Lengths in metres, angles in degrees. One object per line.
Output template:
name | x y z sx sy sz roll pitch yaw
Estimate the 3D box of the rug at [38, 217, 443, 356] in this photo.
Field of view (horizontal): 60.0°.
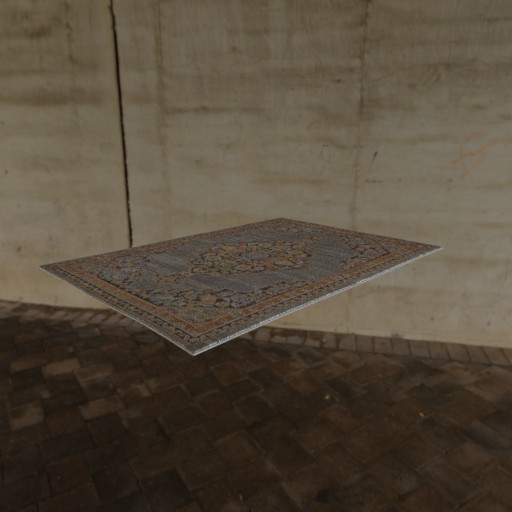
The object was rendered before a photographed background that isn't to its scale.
rug | 0.000 0.000 3.834 2.901 0.026 2.043 -15 22 -43
